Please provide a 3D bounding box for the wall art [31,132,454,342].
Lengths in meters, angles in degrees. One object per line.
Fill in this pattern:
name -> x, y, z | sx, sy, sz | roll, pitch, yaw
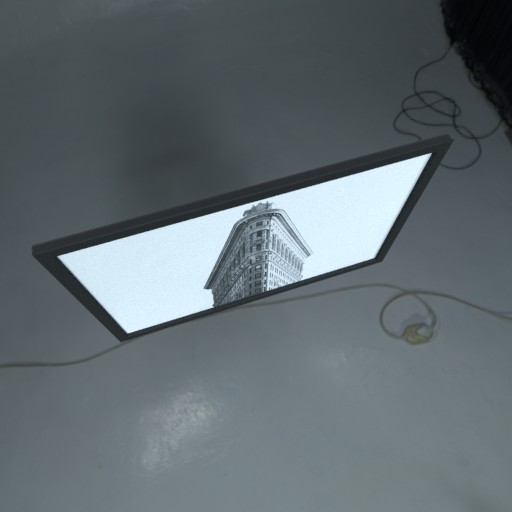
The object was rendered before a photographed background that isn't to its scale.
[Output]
wall art -> 0.000, 0.000, 1.265 | 0.964, 0.659, 0.049 | -15, 65, -7
